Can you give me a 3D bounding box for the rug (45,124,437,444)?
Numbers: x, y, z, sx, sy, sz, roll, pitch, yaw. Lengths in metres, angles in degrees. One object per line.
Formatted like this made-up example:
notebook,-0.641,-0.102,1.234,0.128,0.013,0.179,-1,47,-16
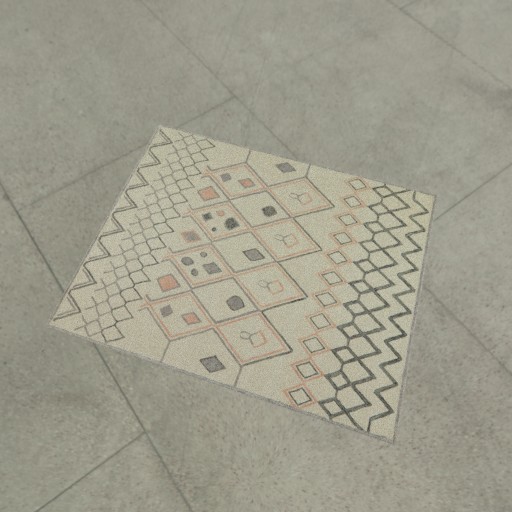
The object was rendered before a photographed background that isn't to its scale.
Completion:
rug,0.000,0.000,4.153,3.050,0.016,2.441,16,64,8
